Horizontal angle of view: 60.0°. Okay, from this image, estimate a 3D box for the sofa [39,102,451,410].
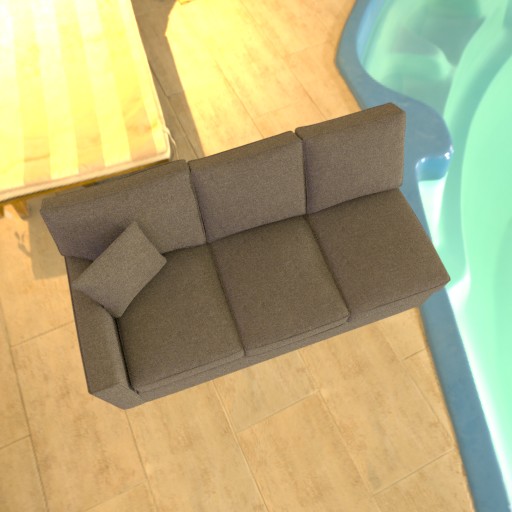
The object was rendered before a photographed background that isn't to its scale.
[{"bbox_3d":[0.000,0.000,2.501,1.963,0.946,1.034,-18,65,-8],"label":"sofa"}]
